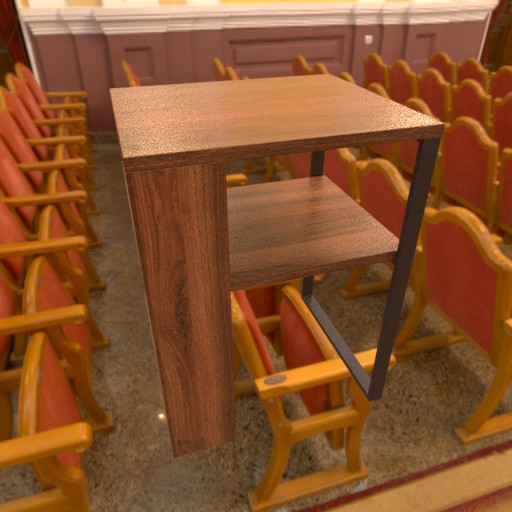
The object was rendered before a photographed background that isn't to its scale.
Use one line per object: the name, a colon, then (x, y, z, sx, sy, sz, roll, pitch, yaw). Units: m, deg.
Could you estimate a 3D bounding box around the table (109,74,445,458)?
table: (0.000, 0.000, 1.556, 0.786, 1.041, 0.660, -10, 34, -15)
